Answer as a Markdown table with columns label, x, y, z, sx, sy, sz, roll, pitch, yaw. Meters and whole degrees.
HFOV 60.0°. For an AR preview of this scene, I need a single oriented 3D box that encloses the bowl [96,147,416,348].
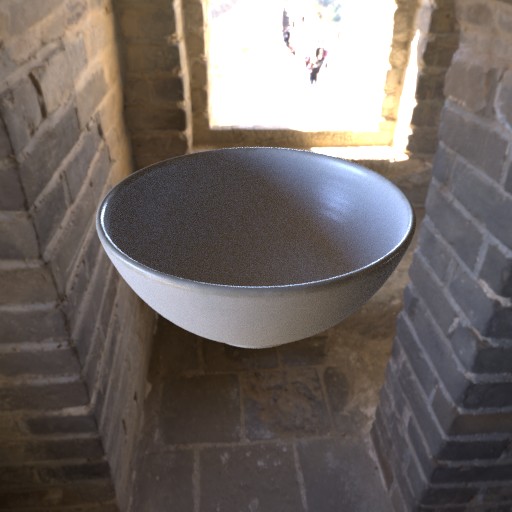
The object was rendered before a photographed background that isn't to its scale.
| label | x | y | z | sx | sy | sz | roll | pitch | yaw |
| --- | --- | --- | --- | --- | --- | --- | --- | --- | --- |
| bowl | 0.000 | 0.000 | 0.418 | 0.268 | 0.121 | 0.268 | 0 | 33 | 0 |
